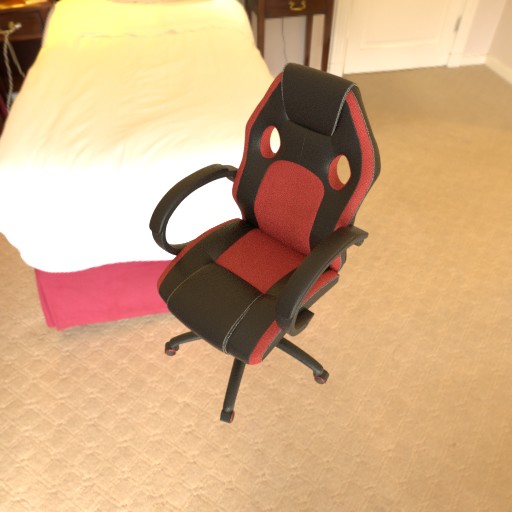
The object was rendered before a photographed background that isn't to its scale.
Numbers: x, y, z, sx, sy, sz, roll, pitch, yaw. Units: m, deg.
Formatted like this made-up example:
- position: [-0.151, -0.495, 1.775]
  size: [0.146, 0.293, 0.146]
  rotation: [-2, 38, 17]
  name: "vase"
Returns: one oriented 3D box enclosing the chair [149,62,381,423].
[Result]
- position: [0.000, 0.000, 1.698]
  size: [0.750, 1.189, 0.783]
  rotation: [31, 53, 27]
  name: "chair"
